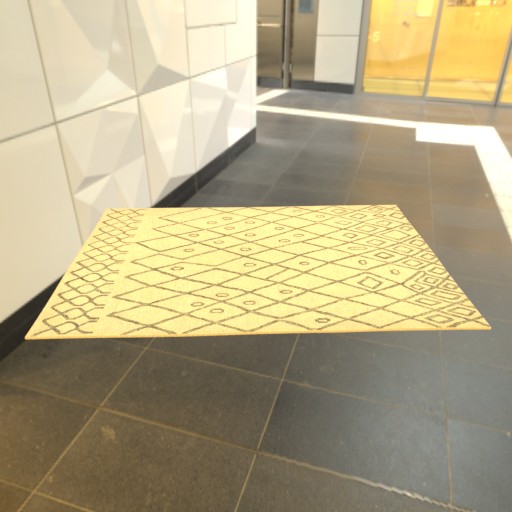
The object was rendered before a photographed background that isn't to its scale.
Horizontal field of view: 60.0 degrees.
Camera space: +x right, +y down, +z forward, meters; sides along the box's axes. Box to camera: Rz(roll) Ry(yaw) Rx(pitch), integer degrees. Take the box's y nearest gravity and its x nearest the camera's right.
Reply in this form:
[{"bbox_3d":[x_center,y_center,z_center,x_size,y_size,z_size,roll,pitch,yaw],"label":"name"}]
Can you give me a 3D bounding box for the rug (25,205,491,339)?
[{"bbox_3d":[0.000,0.000,2.259,1.828,0.015,1.222,-1,30,-2],"label":"rug"}]
